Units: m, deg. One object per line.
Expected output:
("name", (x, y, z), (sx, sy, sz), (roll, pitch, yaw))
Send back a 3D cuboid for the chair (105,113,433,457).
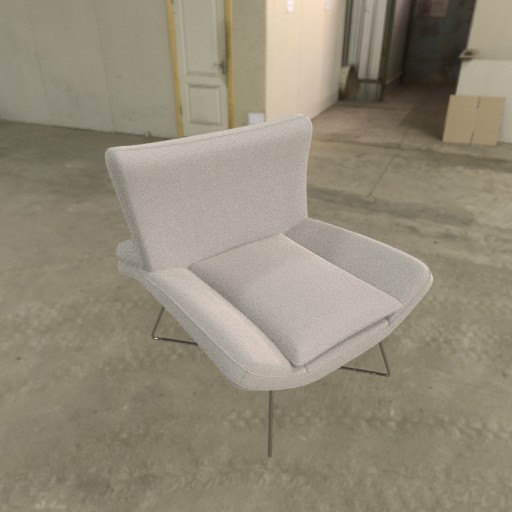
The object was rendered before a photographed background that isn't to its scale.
("chair", (0.000, 0.000, 1.665), (0.859, 0.855, 1.008), (-21, 36, -31))
